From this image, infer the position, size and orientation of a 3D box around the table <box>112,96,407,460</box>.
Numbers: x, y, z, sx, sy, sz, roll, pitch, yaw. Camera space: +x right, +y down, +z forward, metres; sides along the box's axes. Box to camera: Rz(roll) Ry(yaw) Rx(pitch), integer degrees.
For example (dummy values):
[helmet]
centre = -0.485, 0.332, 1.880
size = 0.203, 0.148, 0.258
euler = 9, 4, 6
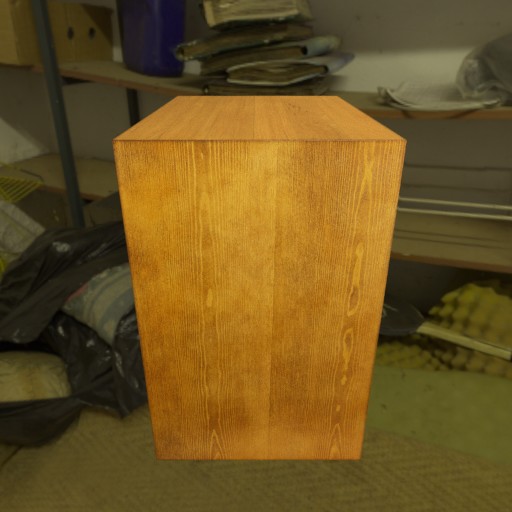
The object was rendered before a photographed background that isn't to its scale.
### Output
[table]
centre = 0.000, 0.000, 0.967
size = 0.400, 0.605, 0.550
euler = 0, 26, 0
